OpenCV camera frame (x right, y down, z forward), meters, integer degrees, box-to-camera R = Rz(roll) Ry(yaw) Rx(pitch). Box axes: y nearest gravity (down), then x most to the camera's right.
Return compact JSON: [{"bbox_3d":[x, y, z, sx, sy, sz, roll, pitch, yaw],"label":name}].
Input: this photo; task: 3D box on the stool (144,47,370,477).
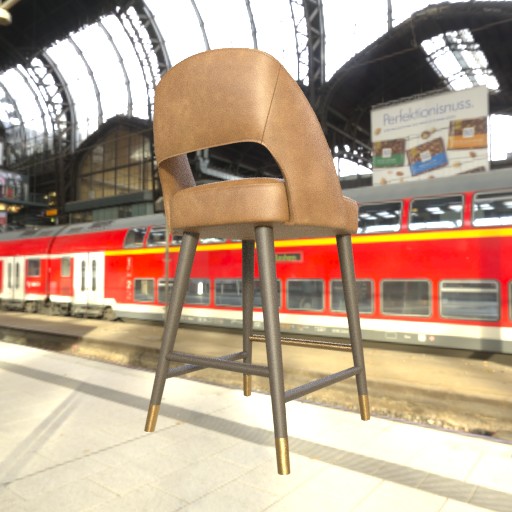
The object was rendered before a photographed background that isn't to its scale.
[{"bbox_3d":[0.000,0.000,1.227,0.494,0.940,0.509,-2,-3,36],"label":"stool"}]
